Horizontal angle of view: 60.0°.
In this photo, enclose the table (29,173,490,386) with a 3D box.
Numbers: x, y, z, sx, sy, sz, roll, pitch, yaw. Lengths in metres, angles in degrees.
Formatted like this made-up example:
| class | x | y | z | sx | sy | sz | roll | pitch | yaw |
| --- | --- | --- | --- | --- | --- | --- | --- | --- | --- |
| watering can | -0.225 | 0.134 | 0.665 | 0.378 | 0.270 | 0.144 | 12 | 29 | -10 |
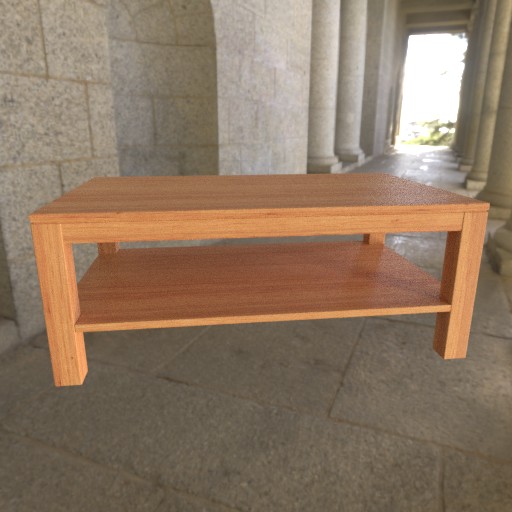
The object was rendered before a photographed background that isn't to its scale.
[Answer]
| class | x | y | z | sx | sy | sz | roll | pitch | yaw |
| --- | --- | --- | --- | --- | --- | --- | --- | --- | --- |
| table | 0.000 | 0.000 | 1.487 | 1.146 | 0.457 | 0.695 | -2 | 17 | -7 |
